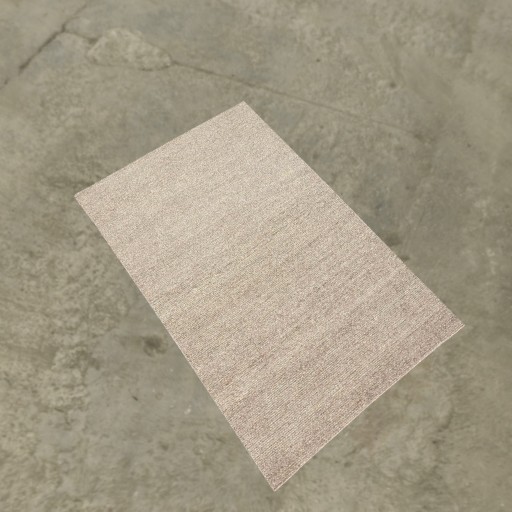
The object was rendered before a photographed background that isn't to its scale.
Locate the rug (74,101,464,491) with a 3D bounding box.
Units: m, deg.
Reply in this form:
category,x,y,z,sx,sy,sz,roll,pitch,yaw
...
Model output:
category,x,y,z,sx,sy,sz,roll,pitch,yaw
rug,0.000,0.000,2.261,1.154,0.021,1.792,-34,69,-15
